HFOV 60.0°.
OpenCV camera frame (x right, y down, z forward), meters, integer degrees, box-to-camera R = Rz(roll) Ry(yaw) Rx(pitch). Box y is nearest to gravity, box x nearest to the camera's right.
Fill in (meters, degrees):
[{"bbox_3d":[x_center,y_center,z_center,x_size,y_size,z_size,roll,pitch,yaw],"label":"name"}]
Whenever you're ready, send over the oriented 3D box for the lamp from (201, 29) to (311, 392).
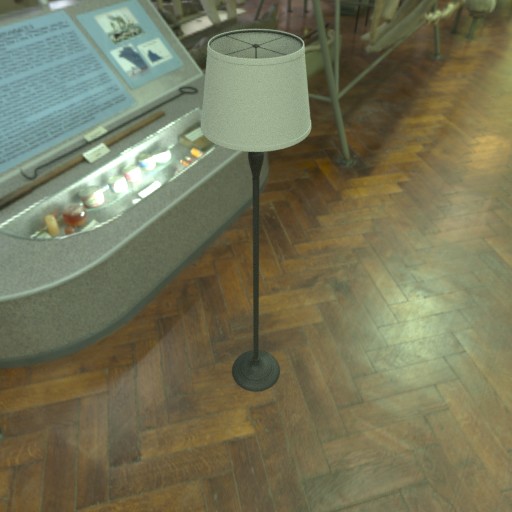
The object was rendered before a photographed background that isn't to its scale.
[{"bbox_3d":[0.000,0.000,1.668,0.327,1.506,0.327,0,42,0],"label":"lamp"}]
